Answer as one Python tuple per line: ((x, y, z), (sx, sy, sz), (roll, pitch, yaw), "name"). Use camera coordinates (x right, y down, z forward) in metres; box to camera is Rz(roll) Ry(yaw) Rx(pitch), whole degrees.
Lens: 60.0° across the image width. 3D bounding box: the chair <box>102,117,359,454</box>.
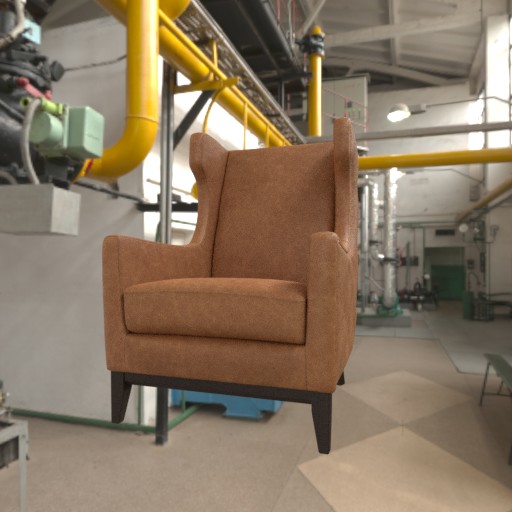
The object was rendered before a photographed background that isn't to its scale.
((0.000, 0.000, 1.701), (0.766, 1.079, 0.899), (0, 0, 19), "chair")
